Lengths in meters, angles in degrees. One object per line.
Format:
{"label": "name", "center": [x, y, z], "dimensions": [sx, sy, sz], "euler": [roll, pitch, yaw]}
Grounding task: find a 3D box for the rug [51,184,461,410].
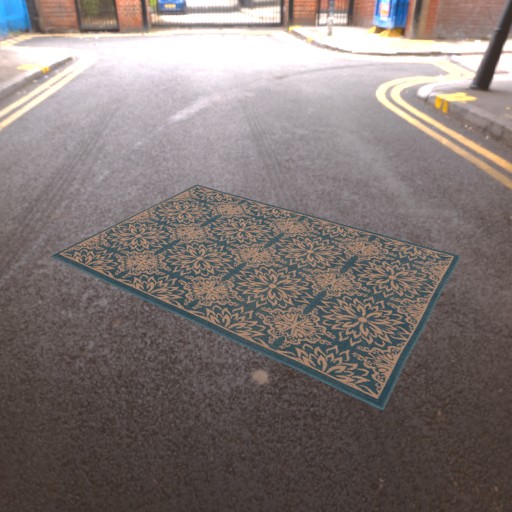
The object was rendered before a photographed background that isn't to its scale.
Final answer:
{"label": "rug", "center": [0.000, 0.000, 2.369], "dimensions": [1.833, 0.012, 1.211], "euler": [19, 36, 28]}
